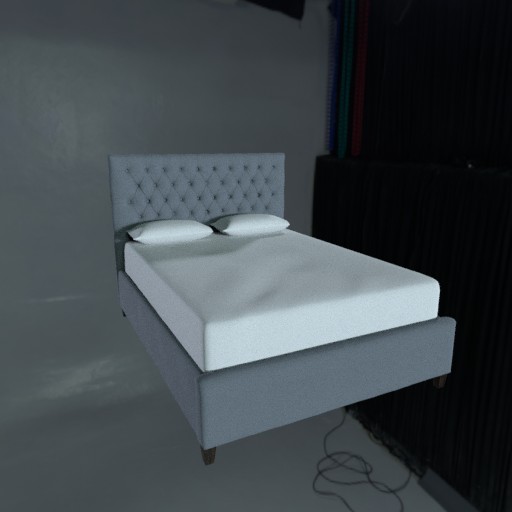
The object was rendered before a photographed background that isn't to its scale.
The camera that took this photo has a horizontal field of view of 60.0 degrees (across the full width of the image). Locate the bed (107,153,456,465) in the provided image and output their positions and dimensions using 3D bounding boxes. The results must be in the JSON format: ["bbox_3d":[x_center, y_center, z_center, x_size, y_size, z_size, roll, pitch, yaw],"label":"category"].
[{"bbox_3d":[0.000,0.000,3.269,1.698,1.427,2.231,-7,16,-26],"label":"bed"}]
